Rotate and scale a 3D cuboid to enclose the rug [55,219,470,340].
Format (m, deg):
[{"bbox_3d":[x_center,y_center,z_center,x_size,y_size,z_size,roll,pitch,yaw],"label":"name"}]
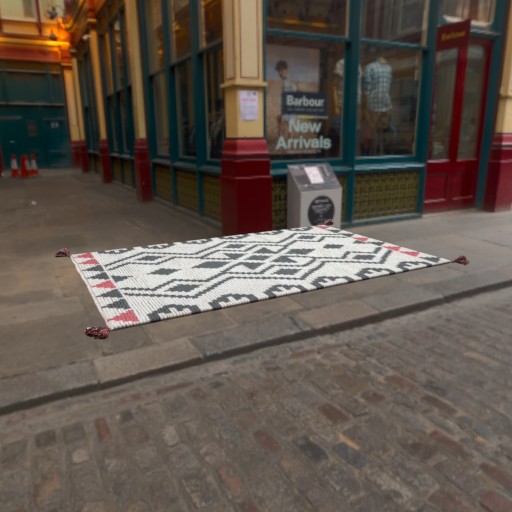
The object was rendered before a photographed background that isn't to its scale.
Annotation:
[{"bbox_3d":[0.000,0.000,3.326,2.672,0.066,1.741,-8,17,-28],"label":"rug"}]
